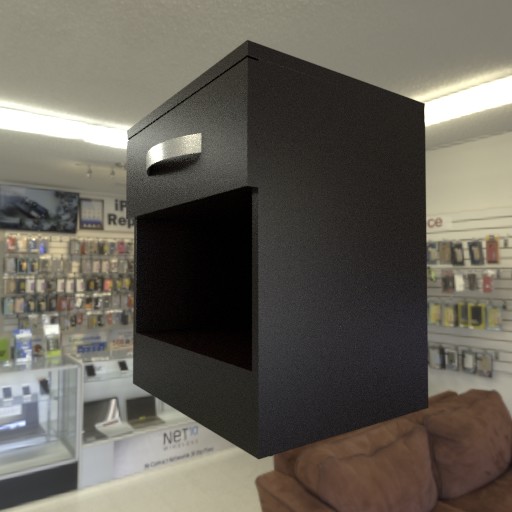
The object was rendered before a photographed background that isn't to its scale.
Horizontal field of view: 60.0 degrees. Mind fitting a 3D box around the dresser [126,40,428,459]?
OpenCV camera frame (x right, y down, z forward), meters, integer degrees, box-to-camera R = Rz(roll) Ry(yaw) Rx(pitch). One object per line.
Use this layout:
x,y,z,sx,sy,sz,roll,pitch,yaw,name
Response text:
0.000,0.000,0.741,0.360,0.470,0.400,1,-2,-35,dresser
